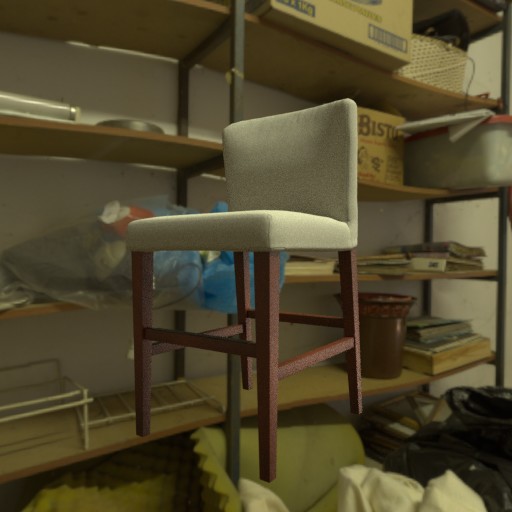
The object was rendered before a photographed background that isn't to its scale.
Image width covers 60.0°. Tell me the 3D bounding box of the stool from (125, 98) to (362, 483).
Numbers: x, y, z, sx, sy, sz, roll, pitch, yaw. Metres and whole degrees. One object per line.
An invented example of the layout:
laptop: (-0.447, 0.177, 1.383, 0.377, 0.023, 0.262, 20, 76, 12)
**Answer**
stool: (0.000, 0.000, 1.279, 0.479, 0.968, 0.568, 0, 1, 35)
